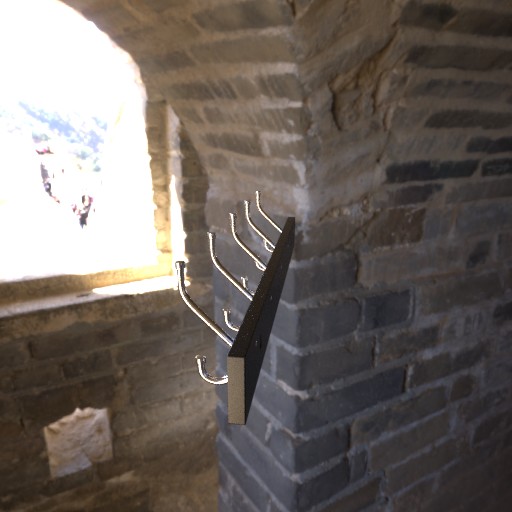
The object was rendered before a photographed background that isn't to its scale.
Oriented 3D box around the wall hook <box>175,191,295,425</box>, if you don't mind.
[{"bbox_3d":[0.000,0.000,0.610,0.071,0.117,0.571,2,16,8],"label":"wall hook"}]
